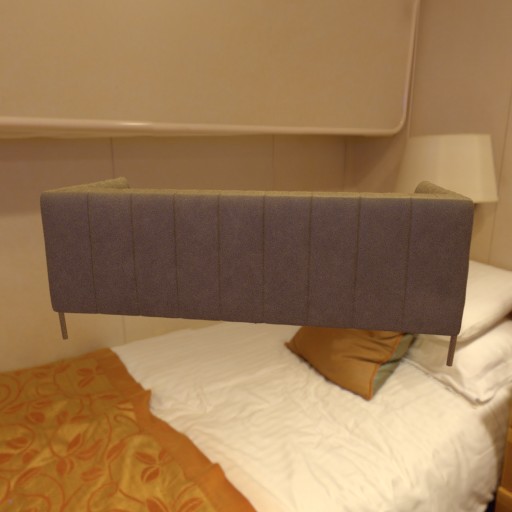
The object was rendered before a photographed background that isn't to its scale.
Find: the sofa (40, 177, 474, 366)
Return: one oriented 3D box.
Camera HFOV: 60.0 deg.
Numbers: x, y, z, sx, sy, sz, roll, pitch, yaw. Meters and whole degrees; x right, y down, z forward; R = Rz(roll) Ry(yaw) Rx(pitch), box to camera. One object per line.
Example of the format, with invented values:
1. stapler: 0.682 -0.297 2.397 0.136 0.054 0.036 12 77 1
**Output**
1. sofa: 0.000 0.000 2.401 1.980 0.779 0.876 2 15 8
